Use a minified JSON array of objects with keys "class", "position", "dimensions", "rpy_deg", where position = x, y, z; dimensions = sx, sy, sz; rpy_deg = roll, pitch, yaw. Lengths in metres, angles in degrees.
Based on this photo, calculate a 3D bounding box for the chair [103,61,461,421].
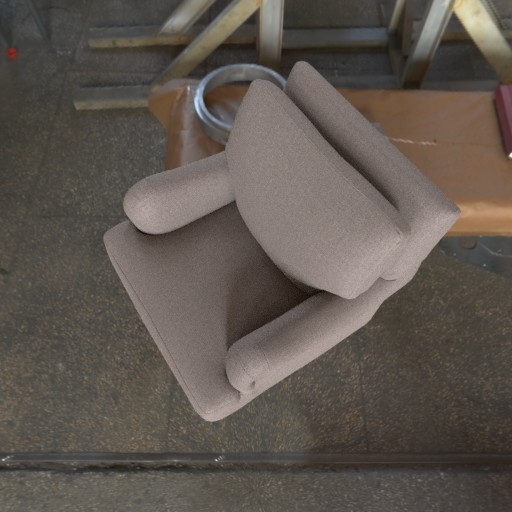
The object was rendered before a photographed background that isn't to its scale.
[{"class":"chair","position":[0.000,0.000,1.888],"dimensions":[1.070,1.038,0.955],"rpy_deg":[-30,66,-15]}]
